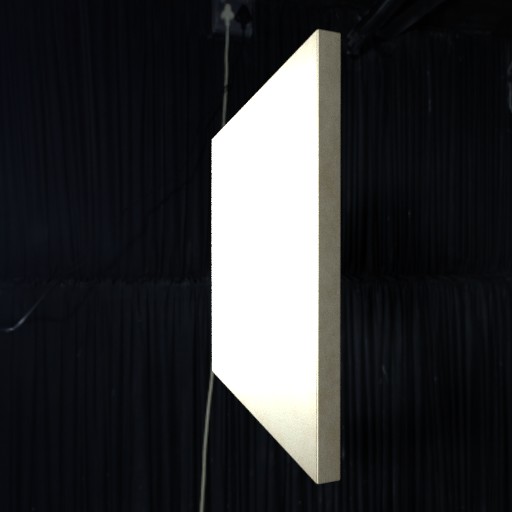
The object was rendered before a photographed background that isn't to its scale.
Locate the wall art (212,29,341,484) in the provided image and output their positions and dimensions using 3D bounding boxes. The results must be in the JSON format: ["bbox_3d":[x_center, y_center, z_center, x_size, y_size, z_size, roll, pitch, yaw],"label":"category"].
[{"bbox_3d":[0.000,0.000,0.734,0.030,0.506,0.503,0,0,-19],"label":"wall art"}]
